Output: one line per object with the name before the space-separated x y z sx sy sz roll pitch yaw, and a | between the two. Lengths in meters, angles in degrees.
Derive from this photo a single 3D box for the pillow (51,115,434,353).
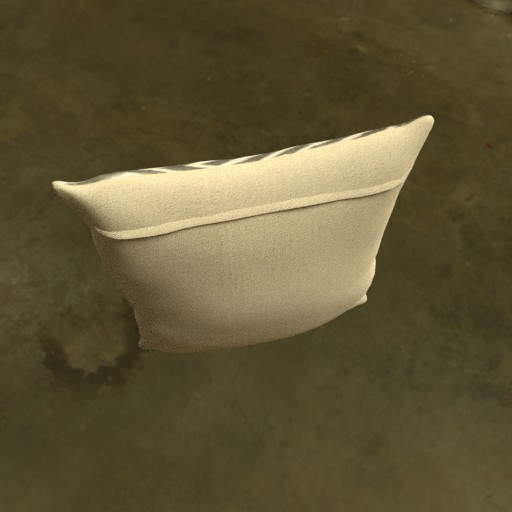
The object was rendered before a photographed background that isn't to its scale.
pillow | 0.000 0.000 0.663 0.440 0.441 0.182 -11 57 -7
